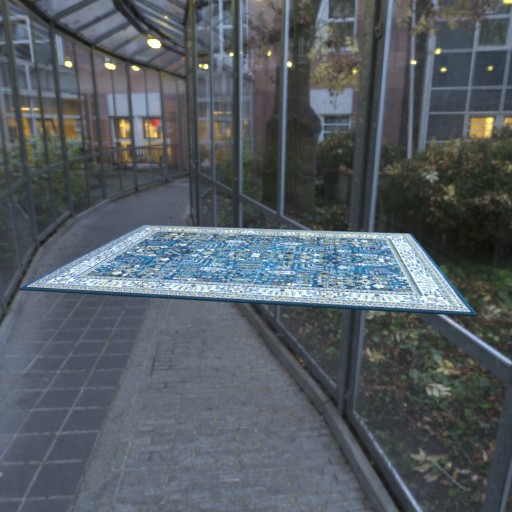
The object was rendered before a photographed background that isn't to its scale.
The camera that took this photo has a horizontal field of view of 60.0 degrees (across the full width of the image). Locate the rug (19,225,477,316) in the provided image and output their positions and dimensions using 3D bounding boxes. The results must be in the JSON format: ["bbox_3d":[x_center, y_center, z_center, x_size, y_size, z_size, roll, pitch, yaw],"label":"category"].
[{"bbox_3d":[0.000,0.000,2.868,2.213,0.013,1.594,2,16,8],"label":"rug"}]
